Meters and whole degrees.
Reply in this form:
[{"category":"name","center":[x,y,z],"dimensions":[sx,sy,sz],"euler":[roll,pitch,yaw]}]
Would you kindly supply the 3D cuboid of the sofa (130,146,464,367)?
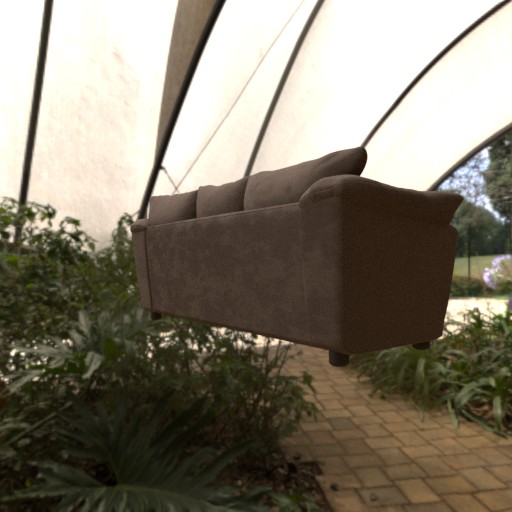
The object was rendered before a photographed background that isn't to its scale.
[{"category":"sofa","center":[0.000,0.000,2.881],"dimensions":[0.893,0.981,2.377],"euler":[1,-1,-36]}]
